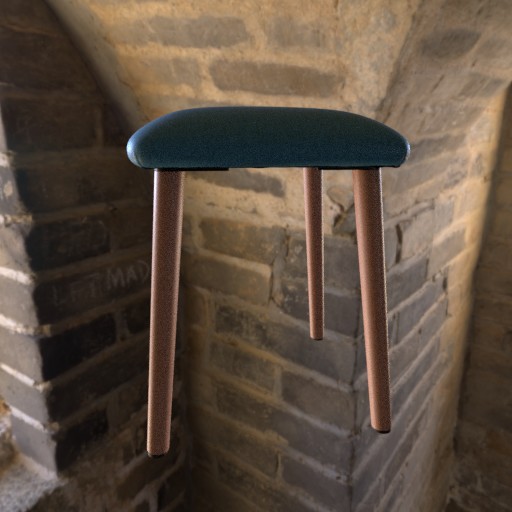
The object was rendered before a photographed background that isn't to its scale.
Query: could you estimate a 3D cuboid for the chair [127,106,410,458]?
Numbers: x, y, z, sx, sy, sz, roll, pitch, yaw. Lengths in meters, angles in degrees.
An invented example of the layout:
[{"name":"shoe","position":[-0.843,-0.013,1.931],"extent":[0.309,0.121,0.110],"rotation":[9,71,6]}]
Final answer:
[{"name":"chair","position":[0.000,0.000,0.715],"extent":[0.360,0.450,0.360],"rotation":[-2,14,-9]}]
